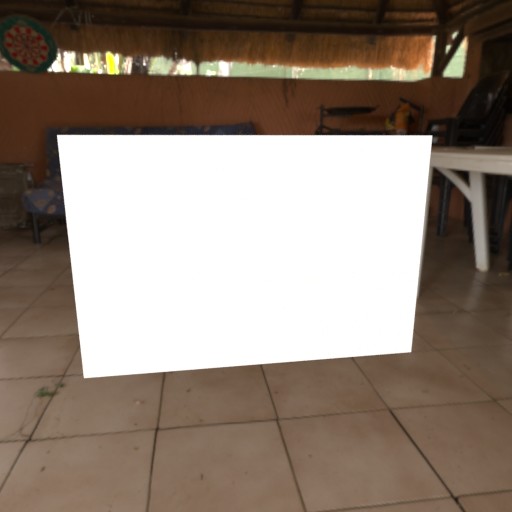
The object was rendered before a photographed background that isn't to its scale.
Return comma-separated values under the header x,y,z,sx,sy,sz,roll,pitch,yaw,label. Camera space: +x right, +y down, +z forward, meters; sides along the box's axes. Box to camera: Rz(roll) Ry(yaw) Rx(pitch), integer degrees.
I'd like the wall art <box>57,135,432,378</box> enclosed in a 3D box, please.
x,y,z,sx,sy,sz,roll,pitch,yaw,label
0.000,0.000,1.143,0.898,0.601,0.038,-2,15,-9,wall art
